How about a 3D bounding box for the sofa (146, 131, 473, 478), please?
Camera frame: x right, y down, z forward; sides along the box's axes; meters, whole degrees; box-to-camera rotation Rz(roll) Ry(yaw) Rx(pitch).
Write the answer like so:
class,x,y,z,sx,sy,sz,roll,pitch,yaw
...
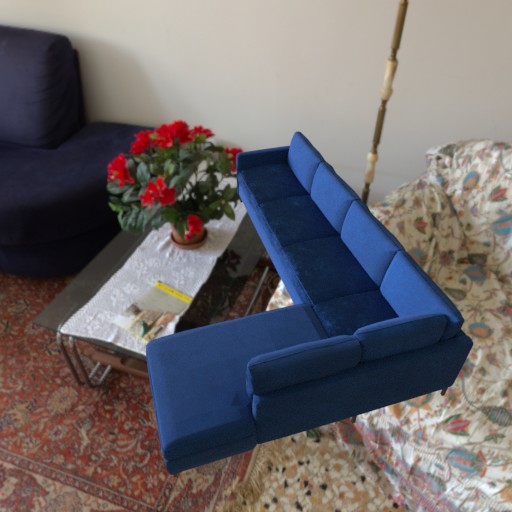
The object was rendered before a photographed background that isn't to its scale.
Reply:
class,x,y,z,sx,sy,sz,roll,pitch,yaw
sofa,0.000,0.000,3.160,1.707,0.687,2.486,-11,42,-13
